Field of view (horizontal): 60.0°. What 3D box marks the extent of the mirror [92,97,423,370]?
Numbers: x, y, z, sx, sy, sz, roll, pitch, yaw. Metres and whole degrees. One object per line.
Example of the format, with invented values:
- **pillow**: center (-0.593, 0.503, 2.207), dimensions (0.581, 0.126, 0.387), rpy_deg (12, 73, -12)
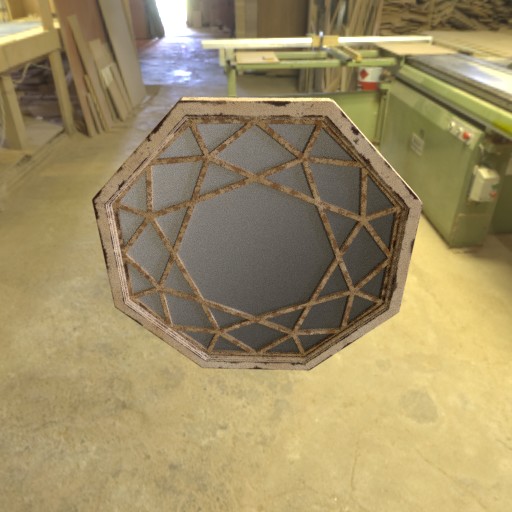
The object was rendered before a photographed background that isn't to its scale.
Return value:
- **mirror**: center (0.000, 0.000, 0.949), dimensions (0.648, 0.648, 0.031), rpy_deg (1, 32, 1)
